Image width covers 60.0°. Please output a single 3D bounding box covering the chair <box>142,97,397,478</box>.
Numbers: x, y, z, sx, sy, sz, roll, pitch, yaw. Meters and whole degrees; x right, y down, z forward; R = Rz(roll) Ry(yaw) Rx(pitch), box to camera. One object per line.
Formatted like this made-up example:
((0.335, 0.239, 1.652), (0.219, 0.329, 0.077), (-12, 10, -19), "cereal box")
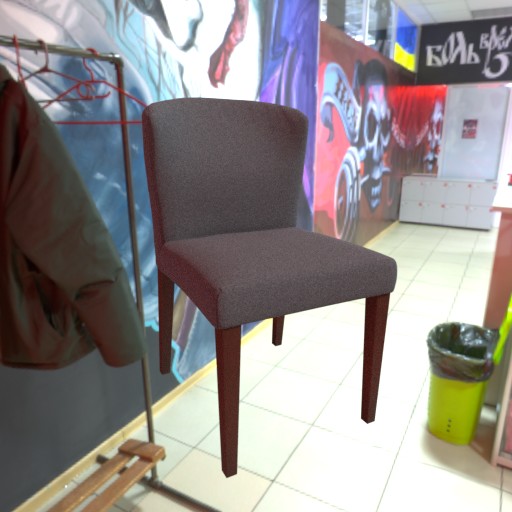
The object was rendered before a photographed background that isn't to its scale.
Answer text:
((0.000, 0.000, 1.200), (0.491, 0.839, 0.592), (-8, 18, -27), "chair")
